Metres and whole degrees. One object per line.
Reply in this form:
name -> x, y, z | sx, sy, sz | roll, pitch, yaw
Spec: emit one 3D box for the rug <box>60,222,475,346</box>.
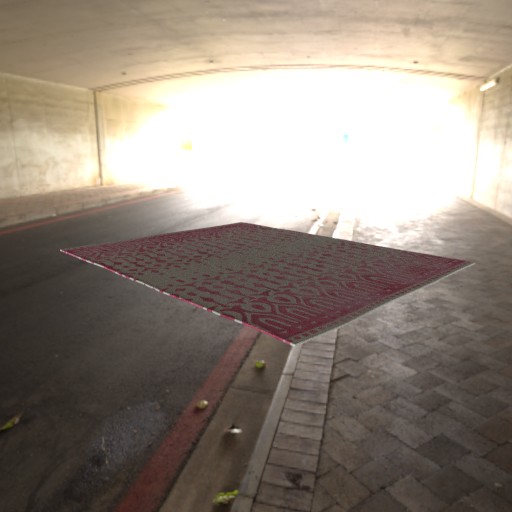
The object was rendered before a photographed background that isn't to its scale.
rug -> 0.000, 0.000, 4.148 | 2.441, 0.016, 3.095 | -13, 19, -43
